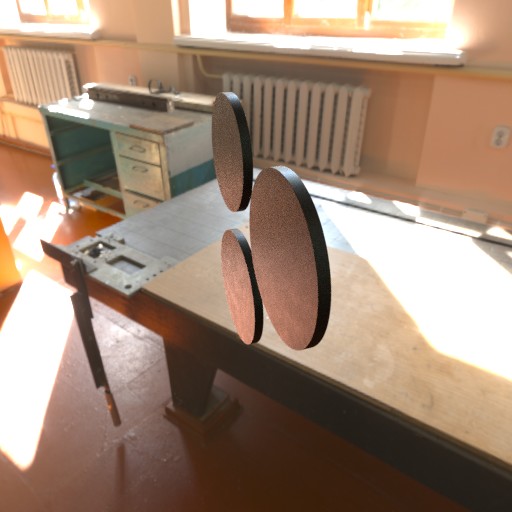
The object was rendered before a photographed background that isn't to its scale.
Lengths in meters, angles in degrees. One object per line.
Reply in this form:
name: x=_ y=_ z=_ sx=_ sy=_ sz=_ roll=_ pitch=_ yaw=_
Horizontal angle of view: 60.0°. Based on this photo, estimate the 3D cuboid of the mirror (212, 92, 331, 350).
mirror: x=0.000 y=0.000 z=3.289 sx=0.076 sy=2.096 sz=2.160 roll=-10 pitch=31 yaw=-16
